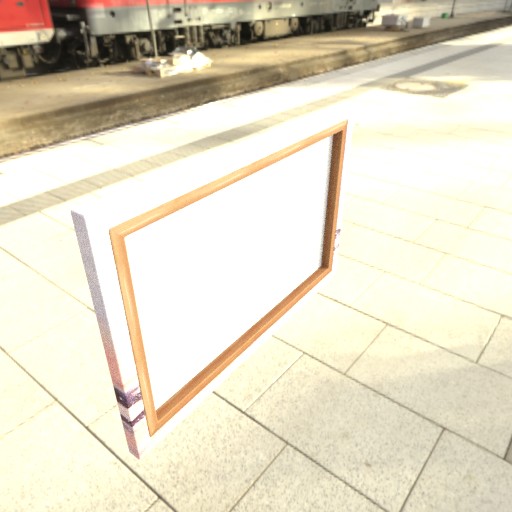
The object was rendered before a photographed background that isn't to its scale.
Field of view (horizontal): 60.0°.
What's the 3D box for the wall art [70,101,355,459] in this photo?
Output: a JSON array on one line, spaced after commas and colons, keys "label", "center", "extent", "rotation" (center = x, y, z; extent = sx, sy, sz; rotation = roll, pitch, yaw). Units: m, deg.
[{"label": "wall art", "center": [0.000, 0.000, 1.147], "extent": [0.038, 0.609, 0.913], "rotation": [22, 38, 31]}]
